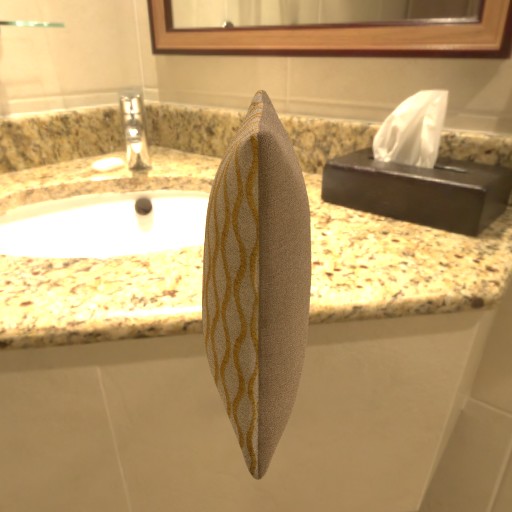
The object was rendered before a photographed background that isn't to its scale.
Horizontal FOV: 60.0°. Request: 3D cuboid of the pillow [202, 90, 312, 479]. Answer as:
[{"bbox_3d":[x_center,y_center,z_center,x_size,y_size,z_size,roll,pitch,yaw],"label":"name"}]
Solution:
[{"bbox_3d":[0.000,0.000,0.663,0.159,0.436,0.429,0,26,0],"label":"pillow"}]
